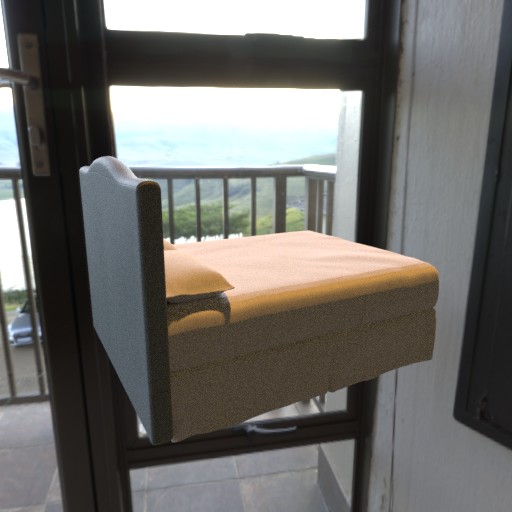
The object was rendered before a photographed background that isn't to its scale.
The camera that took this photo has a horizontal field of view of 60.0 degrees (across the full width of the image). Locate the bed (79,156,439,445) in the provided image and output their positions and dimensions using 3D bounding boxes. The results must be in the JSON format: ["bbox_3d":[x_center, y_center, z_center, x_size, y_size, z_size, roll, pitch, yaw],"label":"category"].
[{"bbox_3d":[0.000,0.000,3.281,2.143,1.460,1.753,-7,16,-28],"label":"bed"}]
